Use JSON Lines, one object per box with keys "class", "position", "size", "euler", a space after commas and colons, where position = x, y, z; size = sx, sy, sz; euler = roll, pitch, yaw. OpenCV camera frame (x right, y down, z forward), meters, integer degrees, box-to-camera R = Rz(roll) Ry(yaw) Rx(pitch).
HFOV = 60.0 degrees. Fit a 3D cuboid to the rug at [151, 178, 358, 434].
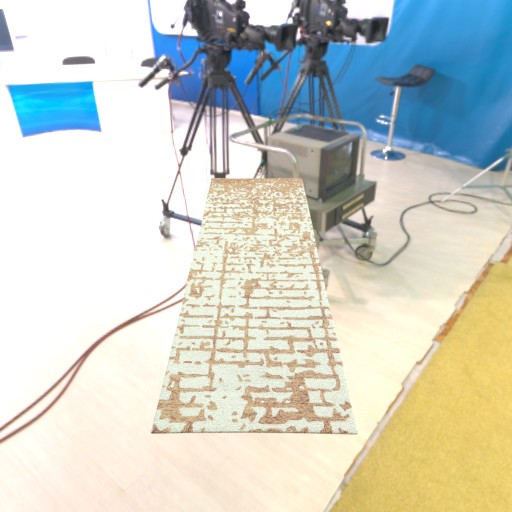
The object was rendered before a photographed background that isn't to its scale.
{"class": "rug", "position": [0.000, 0.000, 2.633], "size": [0.750, 0.011, 2.435], "euler": [0, 32, 0]}
